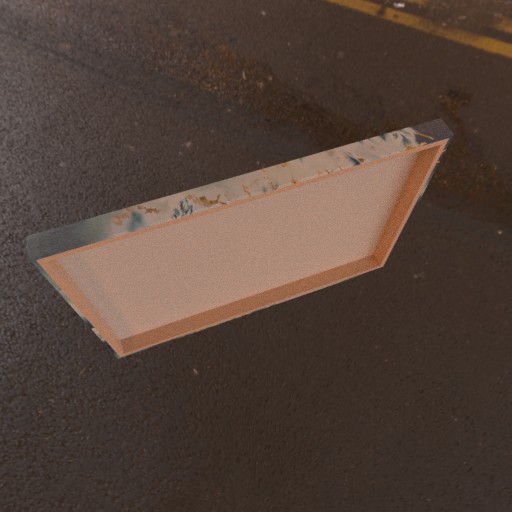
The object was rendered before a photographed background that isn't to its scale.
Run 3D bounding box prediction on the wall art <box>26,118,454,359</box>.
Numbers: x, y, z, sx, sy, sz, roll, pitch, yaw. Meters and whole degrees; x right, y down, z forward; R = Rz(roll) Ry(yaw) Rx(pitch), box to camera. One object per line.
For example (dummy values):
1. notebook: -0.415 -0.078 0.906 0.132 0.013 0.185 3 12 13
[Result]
1. wall art: 0.000 0.000 0.781 0.607 0.405 0.036 -18 61 -10
